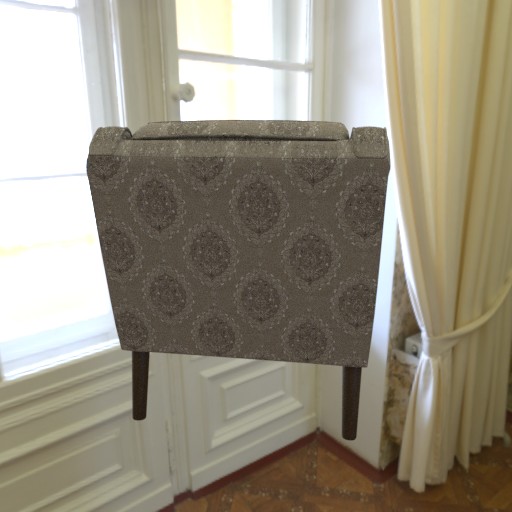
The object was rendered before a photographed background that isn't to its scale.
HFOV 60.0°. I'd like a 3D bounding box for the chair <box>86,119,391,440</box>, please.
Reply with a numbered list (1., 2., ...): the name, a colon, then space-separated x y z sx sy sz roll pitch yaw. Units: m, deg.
1. chair: 0.000 0.000 1.364 0.665 0.797 0.750 2 17 8
